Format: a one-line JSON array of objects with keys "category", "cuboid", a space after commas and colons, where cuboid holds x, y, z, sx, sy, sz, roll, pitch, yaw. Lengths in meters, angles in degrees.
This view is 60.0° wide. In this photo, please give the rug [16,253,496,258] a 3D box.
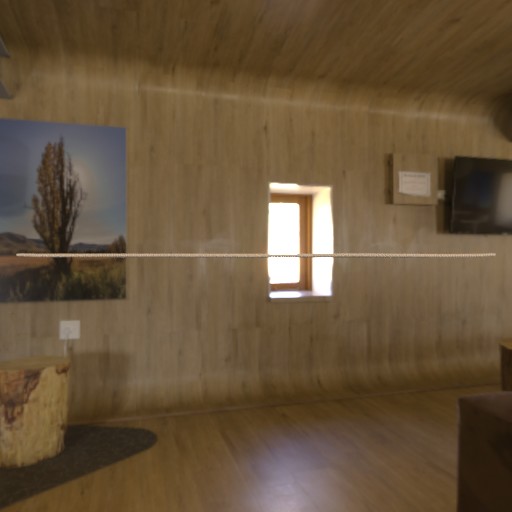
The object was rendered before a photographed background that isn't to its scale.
[{"category": "rug", "cuboid": [0.000, 0.000, 3.042, 2.459, 0.023, 1.575, 0, 0, 0]}]
